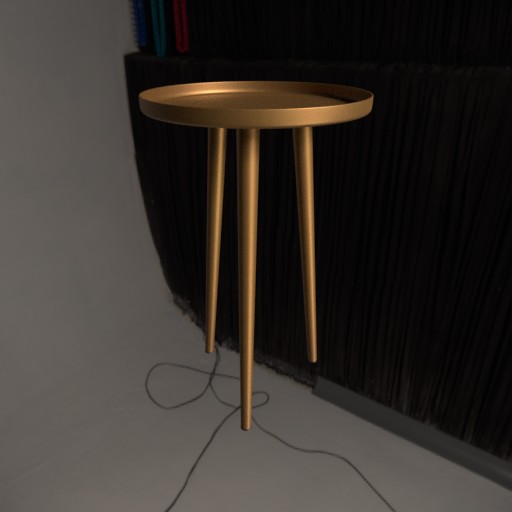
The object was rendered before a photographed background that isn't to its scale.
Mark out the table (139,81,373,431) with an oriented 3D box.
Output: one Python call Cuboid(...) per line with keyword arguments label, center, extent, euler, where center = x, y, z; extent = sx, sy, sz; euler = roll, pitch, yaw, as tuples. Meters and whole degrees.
Cuboid(label="table", center=(0.000, 0.000, 0.687), extent=(0.299, 0.480, 0.299), euler=(17, 31, 31))
